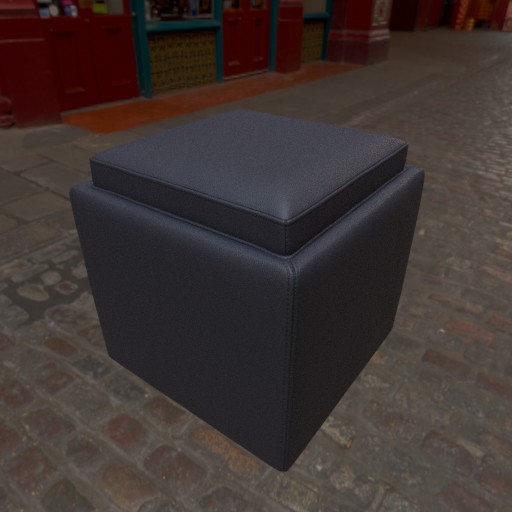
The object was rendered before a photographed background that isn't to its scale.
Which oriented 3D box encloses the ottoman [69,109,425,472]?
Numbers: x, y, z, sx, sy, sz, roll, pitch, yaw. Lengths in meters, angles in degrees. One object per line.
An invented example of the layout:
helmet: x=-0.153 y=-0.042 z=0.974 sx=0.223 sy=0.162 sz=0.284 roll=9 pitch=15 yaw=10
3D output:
ottoman: x=0.000 y=0.000 z=0.833 sx=0.450 sy=0.460 sz=0.451 roll=21 pitch=37 yaw=31
